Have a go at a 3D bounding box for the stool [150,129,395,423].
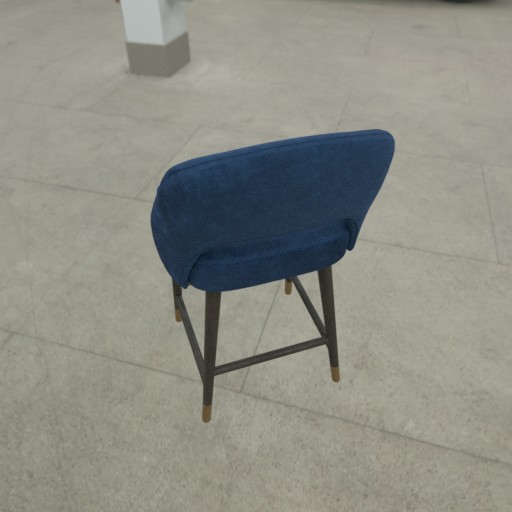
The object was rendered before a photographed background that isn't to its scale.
[{"bbox_3d":[0.000,0.000,1.242,0.536,0.925,0.524,-13,42,-14],"label":"stool"}]
